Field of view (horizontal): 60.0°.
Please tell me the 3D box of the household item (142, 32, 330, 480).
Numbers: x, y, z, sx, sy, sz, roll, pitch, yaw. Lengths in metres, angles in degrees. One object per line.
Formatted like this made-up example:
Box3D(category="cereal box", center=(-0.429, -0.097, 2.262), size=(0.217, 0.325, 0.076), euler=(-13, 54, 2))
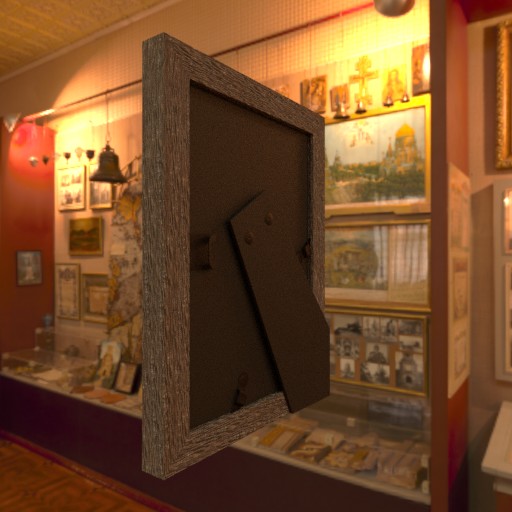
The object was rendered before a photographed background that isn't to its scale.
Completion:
Box3D(category="household item", center=(0.000, 0.000, 0.275), size=(0.020, 0.210, 0.160), euler=(0, 0, 37))
